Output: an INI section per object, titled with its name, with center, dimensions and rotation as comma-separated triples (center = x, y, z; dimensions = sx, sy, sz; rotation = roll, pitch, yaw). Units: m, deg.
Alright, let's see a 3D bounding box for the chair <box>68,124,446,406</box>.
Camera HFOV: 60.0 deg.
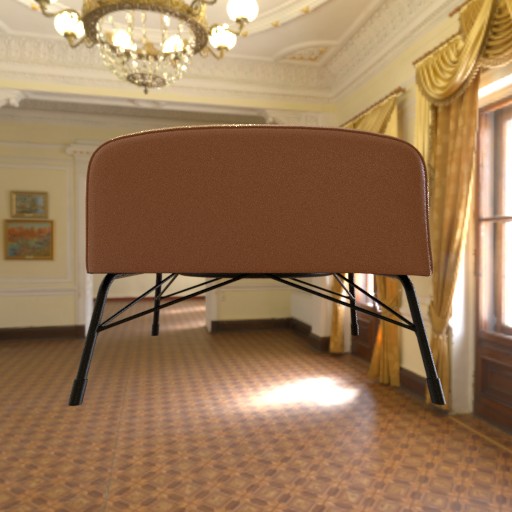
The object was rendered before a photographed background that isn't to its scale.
[chair]
center = 0.000, 0.000, 0.877
dimensions = 0.530, 0.410, 0.530
rotation = 0, 1, 0
